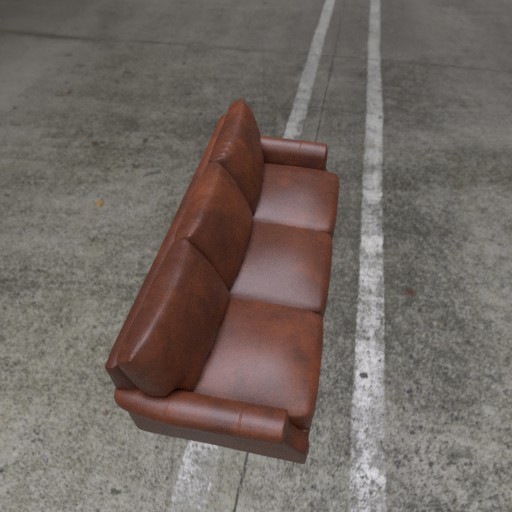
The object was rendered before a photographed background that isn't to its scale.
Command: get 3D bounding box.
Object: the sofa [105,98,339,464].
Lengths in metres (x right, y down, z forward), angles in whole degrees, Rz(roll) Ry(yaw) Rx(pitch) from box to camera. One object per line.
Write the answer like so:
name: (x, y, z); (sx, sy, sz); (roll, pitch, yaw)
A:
sofa: (0.000, 0.000, 2.841); (0.973, 0.977, 2.351); (8, 48, 7)
